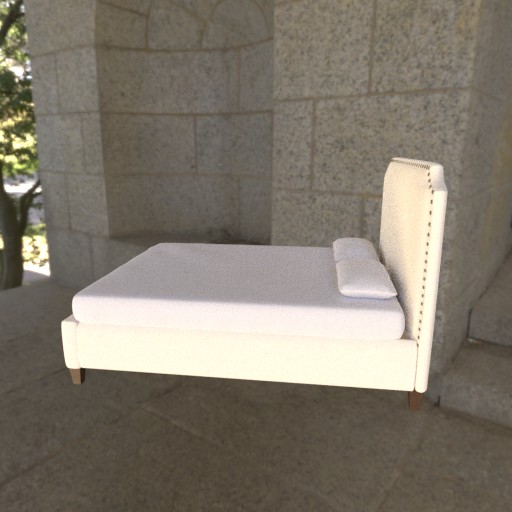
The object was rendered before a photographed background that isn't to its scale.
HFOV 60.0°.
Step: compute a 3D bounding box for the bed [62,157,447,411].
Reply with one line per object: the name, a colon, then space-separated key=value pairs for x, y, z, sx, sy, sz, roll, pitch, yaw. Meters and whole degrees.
bed: x=0.000 y=0.000 z=3.489 sx=2.372 sy=1.497 sz=1.712 roll=2 pitch=14 yaw=8
